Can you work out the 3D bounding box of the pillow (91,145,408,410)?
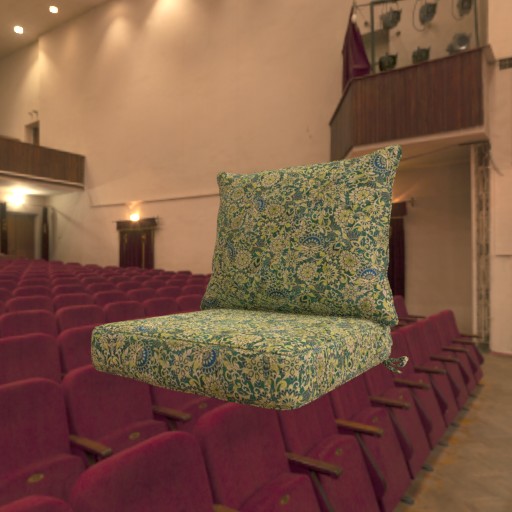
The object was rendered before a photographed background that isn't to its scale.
[{"bbox_3d":[0.000,0.000,1.395,0.798,0.722,0.740,-1,-1,34],"label":"pillow"}]
